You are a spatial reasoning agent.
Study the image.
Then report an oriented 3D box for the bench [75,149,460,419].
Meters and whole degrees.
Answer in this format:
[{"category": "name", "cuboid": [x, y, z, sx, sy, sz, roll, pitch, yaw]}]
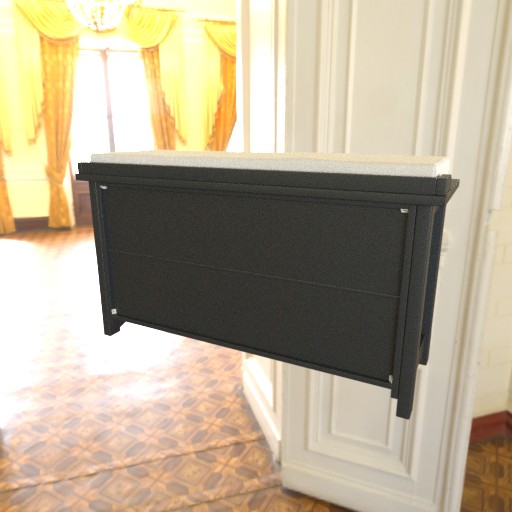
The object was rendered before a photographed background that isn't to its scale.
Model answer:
[{"category": "bench", "cuboid": [0.000, 0.000, 1.241, 0.973, 0.561, 0.345, 8, 18, 26]}]
